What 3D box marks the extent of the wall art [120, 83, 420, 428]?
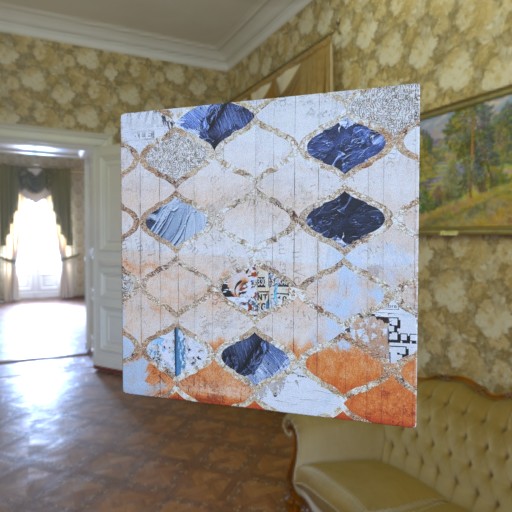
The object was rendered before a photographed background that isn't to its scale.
[{"bbox_3d":[0.000,0.000,1.328,0.912,0.914,0.039,1,2,18],"label":"wall art"}]
